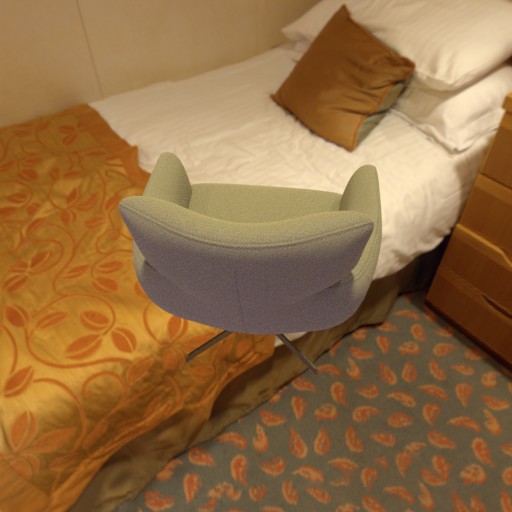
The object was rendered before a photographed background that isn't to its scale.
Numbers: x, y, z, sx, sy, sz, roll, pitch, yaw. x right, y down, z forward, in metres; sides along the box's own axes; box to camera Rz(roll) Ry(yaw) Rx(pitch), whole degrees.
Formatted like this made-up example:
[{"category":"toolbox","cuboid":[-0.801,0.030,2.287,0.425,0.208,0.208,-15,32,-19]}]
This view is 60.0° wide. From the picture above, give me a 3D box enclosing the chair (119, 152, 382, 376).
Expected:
[{"category":"chair","cuboid":[0.000,0.000,1.392,0.760,0.810,0.730,5,46,5]}]
